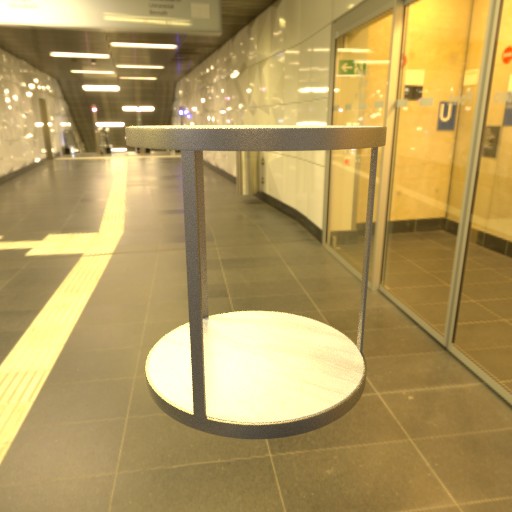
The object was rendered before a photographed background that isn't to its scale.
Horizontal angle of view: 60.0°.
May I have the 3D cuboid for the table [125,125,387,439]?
[{"bbox_3d":[0.000,0.000,0.852,0.445,0.479,0.445,0,17,0],"label":"table"}]
